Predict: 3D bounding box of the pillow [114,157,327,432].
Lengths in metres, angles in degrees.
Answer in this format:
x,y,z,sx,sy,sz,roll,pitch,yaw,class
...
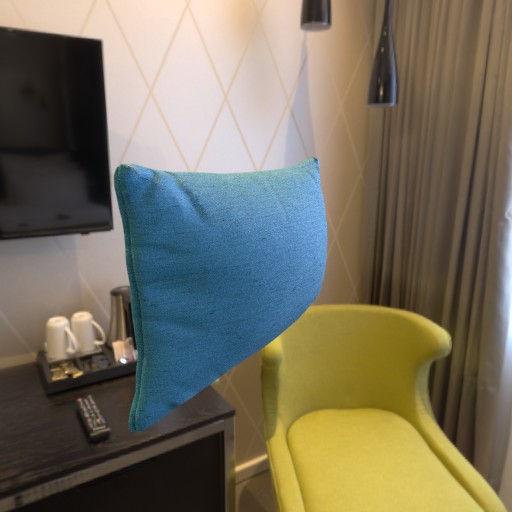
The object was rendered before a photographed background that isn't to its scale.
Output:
x,y,z,sx,sy,sz,roll,pitch,yaw,class
0.000,0.000,0.793,0.210,0.338,0.633,7,15,27,pillow
